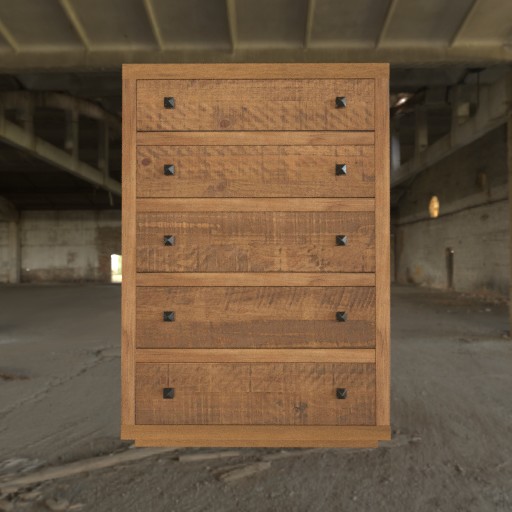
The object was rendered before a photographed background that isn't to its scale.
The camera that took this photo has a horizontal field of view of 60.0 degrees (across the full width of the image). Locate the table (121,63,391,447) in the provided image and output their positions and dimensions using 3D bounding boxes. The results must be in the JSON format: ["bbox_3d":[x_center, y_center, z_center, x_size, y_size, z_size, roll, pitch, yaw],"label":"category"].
[{"bbox_3d":[0.000,0.000,1.721,0.901,1.294,0.524,0,-1,0],"label":"table"}]
